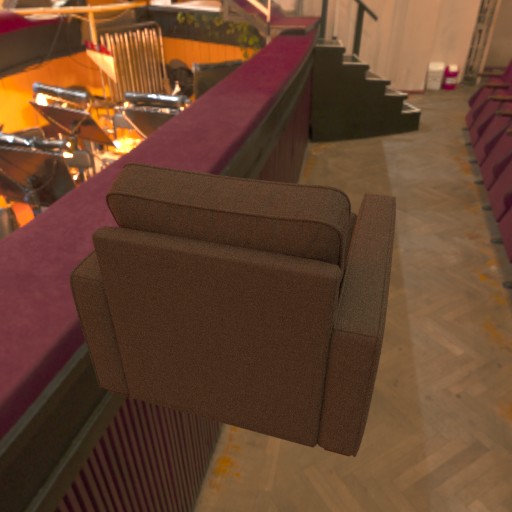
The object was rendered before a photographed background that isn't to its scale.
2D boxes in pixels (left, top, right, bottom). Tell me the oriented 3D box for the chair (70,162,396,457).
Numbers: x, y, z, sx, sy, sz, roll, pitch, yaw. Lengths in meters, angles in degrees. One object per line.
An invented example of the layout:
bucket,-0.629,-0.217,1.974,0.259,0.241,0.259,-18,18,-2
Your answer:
chair,0.000,0.000,1.728,1.017,0.919,0.940,10,35,14
